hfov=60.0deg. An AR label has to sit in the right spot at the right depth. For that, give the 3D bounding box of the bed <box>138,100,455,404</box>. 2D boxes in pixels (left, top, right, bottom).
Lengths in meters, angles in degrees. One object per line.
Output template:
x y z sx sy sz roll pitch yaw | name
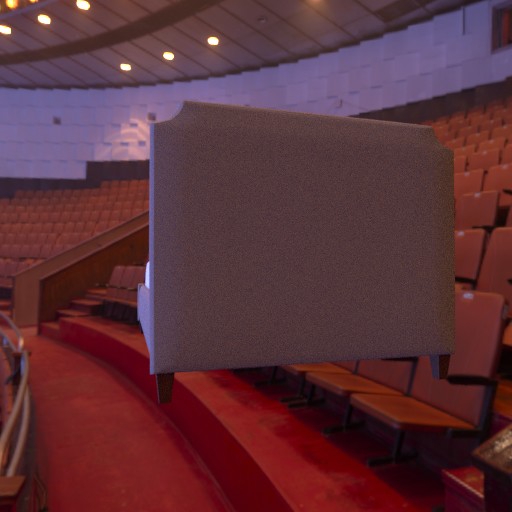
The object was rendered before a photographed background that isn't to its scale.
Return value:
0.000 0.000 3.398 1.713 1.443 2.372 0 -1 -17 | bed
